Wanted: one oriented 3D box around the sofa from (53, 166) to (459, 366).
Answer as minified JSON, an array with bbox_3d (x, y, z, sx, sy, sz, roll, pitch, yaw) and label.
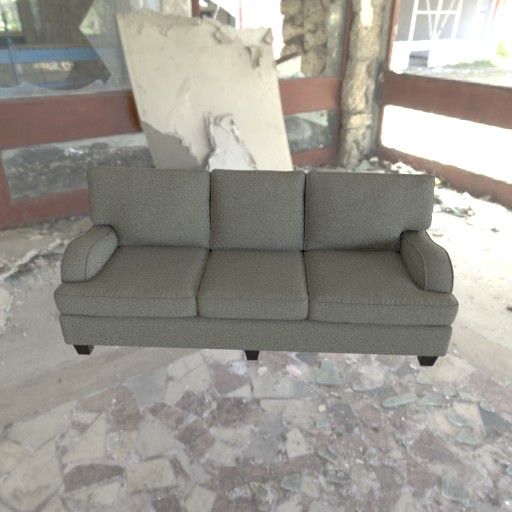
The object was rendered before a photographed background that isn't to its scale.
[{"bbox_3d":[0.000,0.000,2.893,2.323,0.997,1.016,1,28,2],"label":"sofa"}]
